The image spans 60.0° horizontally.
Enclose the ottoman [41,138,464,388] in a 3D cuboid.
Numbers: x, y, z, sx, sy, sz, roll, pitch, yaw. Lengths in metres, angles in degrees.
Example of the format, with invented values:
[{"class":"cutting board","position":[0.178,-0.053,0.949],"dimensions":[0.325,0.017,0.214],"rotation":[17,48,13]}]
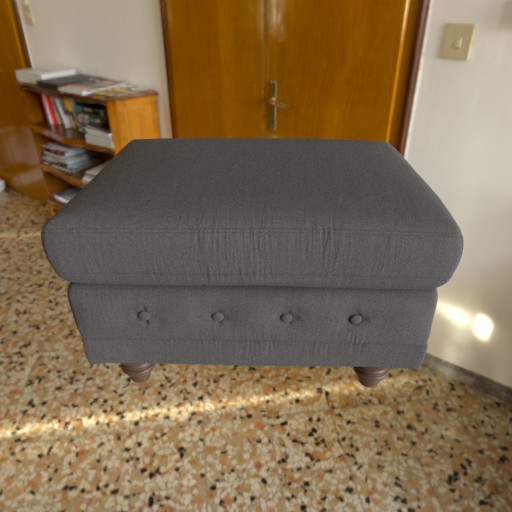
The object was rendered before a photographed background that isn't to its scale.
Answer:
[{"class":"ottoman","position":[0.000,0.000,1.120],"dimensions":[0.771,0.500,0.569],"rotation":[1,30,1]}]
